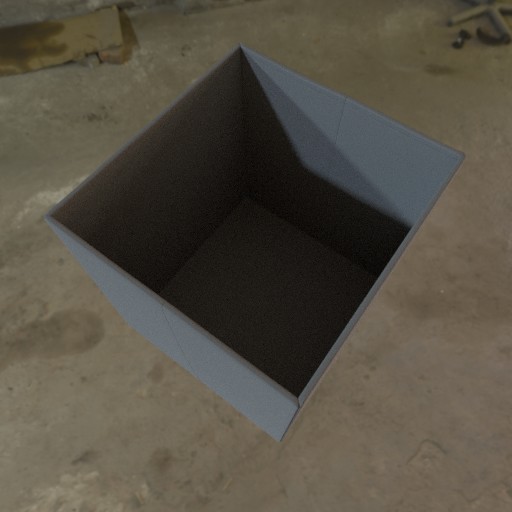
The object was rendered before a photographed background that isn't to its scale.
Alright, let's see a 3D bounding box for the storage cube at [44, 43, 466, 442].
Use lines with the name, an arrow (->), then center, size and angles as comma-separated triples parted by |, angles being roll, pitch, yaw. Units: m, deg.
storage cube -> 0.000, 0.000, 0.500 | 0.270, 0.280, 0.270 | 33, 67, 16
